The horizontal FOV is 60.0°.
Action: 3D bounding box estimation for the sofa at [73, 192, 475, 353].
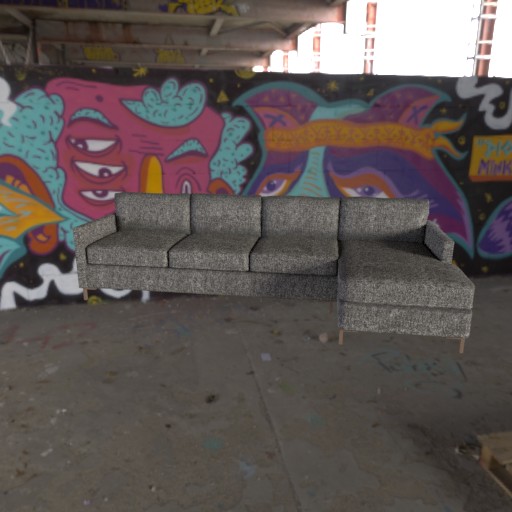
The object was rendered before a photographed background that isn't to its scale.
[{"bbox_3d":[0.000,0.000,4.059,3.384,0.970,1.488,2,16,9],"label":"sofa"}]
